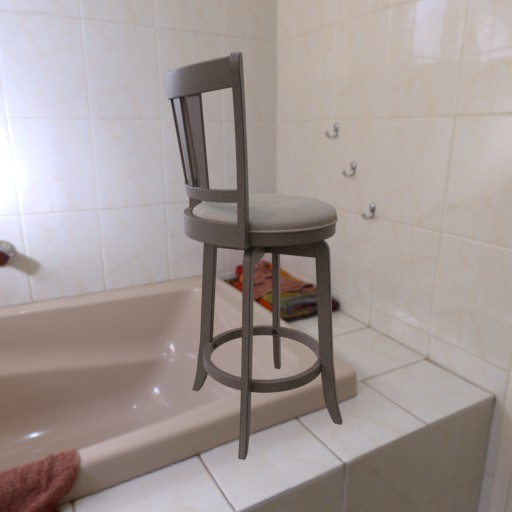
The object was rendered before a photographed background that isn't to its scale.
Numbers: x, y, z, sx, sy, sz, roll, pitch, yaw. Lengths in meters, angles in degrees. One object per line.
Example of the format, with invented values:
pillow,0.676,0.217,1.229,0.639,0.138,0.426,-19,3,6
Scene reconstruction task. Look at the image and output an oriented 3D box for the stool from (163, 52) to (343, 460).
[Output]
stool,0.000,0.000,1.305,0.475,1.023,0.436,-8,17,-26
